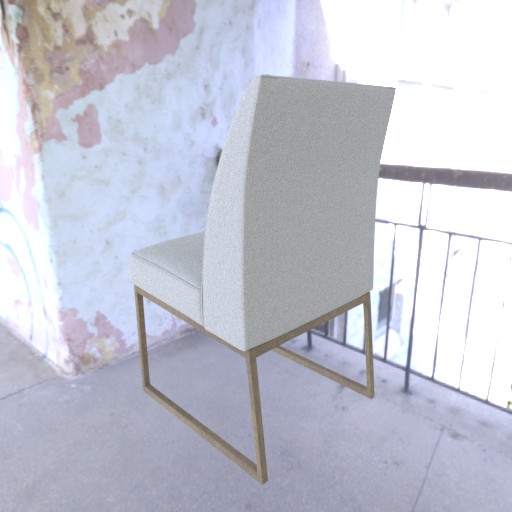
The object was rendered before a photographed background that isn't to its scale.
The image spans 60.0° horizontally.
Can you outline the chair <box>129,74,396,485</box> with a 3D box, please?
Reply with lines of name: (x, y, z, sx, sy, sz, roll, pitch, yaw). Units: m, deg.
chair: (0.000, 0.000, 1.207, 0.508, 0.863, 0.522, -16, 24, -42)
